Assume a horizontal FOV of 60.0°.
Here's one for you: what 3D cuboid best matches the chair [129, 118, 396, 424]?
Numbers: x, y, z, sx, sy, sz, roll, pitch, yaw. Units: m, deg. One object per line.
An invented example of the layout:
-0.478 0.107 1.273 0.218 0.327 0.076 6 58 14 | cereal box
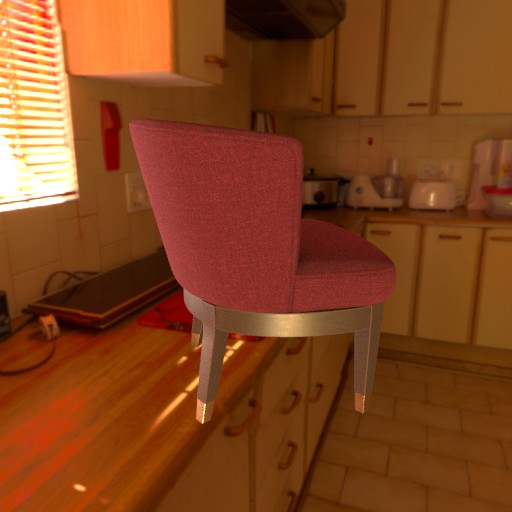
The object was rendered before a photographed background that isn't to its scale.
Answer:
0.000 0.000 1.300 0.660 0.760 0.700 -3 15 -10 | chair
